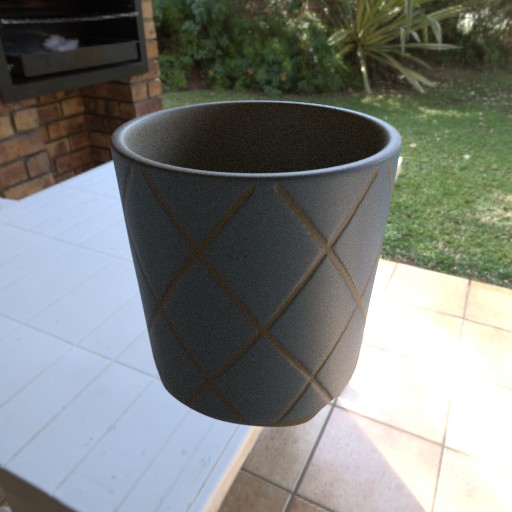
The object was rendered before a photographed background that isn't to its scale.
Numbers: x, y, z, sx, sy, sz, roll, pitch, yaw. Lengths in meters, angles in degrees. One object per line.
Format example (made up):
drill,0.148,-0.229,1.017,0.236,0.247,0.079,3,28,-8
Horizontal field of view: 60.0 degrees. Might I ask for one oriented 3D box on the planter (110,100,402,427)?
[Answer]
planter,0.000,0.000,0.349,0.191,0.200,0.191,0,30,0
